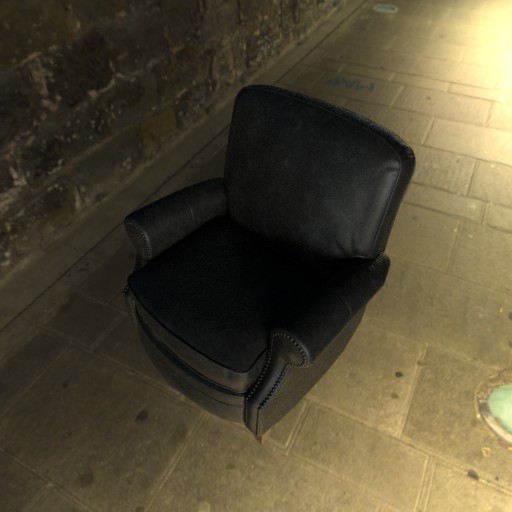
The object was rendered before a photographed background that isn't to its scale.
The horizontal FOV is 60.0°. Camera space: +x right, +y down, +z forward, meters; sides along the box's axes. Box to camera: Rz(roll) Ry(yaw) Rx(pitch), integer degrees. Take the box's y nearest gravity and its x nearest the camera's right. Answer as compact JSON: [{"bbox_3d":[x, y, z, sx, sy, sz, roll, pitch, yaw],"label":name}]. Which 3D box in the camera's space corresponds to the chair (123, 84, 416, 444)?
[{"bbox_3d":[0.000,0.000,1.733,0.936,1.018,0.986,33,54,28],"label":"chair"}]
